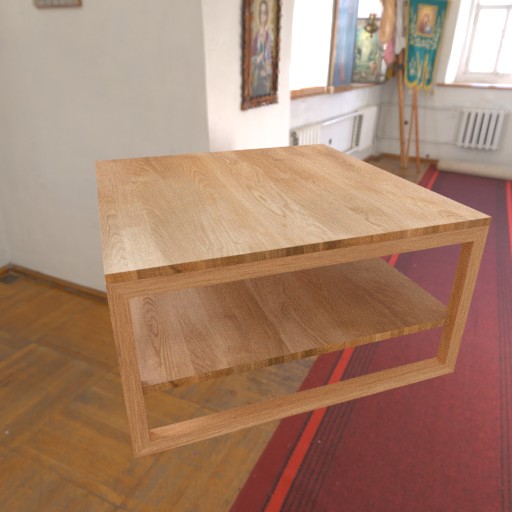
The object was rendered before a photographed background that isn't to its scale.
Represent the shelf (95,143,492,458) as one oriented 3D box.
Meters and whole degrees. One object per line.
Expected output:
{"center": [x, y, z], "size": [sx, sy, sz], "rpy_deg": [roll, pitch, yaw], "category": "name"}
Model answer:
{"center": [0.000, 0.000, 1.427], "size": [0.899, 0.480, 0.899], "rpy_deg": [-9, 27, -17], "category": "shelf"}
